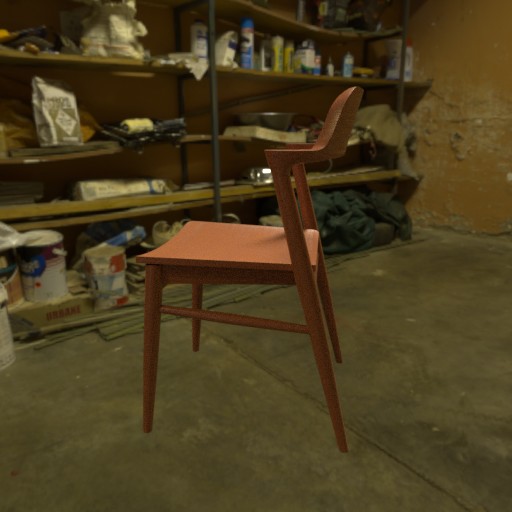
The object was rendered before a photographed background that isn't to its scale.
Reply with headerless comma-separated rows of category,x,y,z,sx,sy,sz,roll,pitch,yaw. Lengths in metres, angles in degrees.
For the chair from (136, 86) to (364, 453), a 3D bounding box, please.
chair,0.000,0.000,1.153,0.499,0.801,0.496,2,16,9
